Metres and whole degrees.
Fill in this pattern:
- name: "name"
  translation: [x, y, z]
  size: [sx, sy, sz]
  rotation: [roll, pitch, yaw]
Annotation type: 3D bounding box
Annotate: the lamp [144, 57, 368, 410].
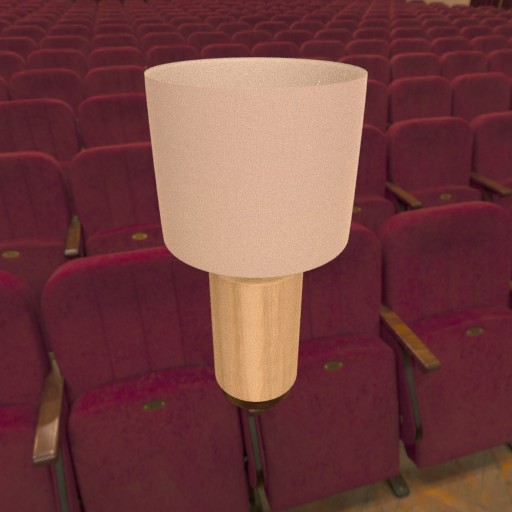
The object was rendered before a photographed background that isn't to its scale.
- name: "lamp"
  translation: [0.000, 0.000, 0.569]
  size: [0.228, 0.444, 0.228]
  rotation: [-8, 31, -14]
